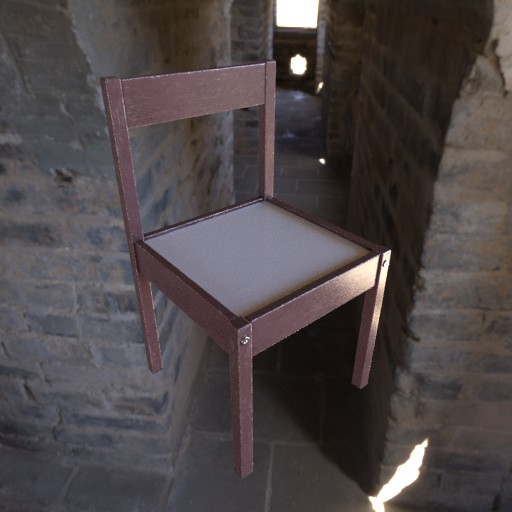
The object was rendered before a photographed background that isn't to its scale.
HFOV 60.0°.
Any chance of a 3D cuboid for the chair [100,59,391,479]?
[{"bbox_3d":[0.000,0.000,0.675,0.285,0.505,0.285,-23,38,-33],"label":"chair"}]
